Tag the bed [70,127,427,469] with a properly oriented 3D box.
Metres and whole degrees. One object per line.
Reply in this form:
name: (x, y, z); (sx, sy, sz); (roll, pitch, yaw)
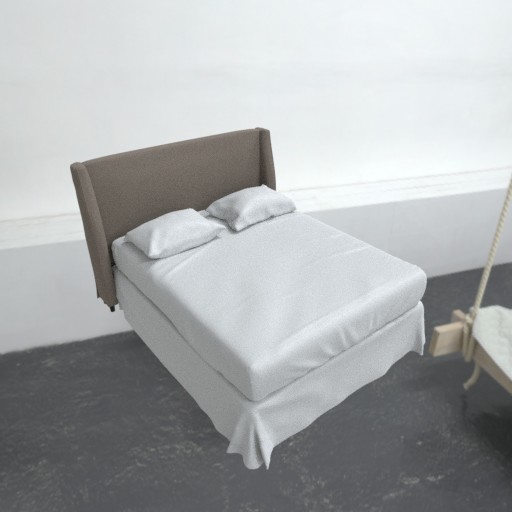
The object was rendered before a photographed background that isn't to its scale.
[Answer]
bed: (0.000, 0.000, 3.477); (1.925, 1.332, 2.276); (-21, 36, -32)
